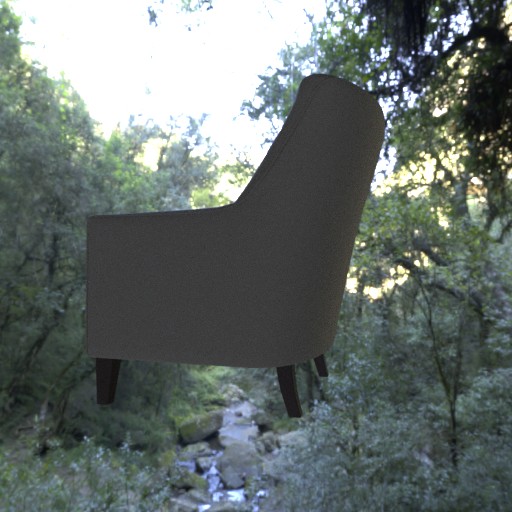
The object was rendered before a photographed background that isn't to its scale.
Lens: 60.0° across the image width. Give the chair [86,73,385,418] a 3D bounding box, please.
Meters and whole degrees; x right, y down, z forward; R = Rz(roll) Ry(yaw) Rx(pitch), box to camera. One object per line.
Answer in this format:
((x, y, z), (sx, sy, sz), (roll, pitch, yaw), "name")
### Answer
((0.000, 0.000, 1.553), (0.879, 0.916, 0.756), (-1, -2, 18), "chair")
